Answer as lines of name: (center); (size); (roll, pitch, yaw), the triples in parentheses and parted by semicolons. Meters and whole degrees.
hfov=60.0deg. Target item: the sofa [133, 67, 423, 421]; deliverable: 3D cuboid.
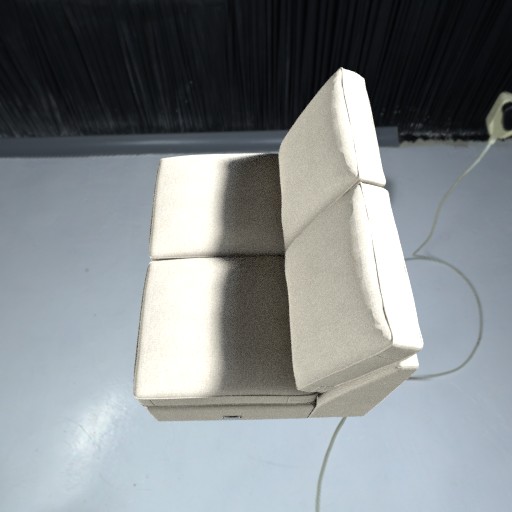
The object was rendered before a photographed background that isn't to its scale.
sofa: (0.000, 0.000, 1.945); (0.978, 1.006, 1.232); (-1, 60, -1)
